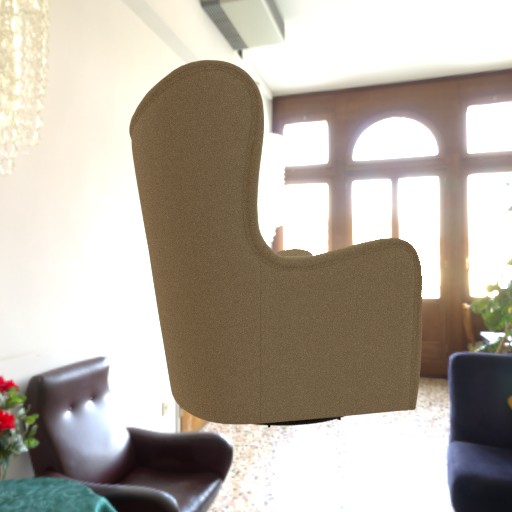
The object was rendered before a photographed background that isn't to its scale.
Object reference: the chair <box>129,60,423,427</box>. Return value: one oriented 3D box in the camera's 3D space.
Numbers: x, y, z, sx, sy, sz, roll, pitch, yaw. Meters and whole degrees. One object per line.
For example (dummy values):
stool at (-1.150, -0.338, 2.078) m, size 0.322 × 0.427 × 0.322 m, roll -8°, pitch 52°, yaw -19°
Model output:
chair at (0.000, 0.000, 1.680) m, size 0.929 × 1.079 × 0.831 m, roll 0°, pitch -2°, yaw -18°
